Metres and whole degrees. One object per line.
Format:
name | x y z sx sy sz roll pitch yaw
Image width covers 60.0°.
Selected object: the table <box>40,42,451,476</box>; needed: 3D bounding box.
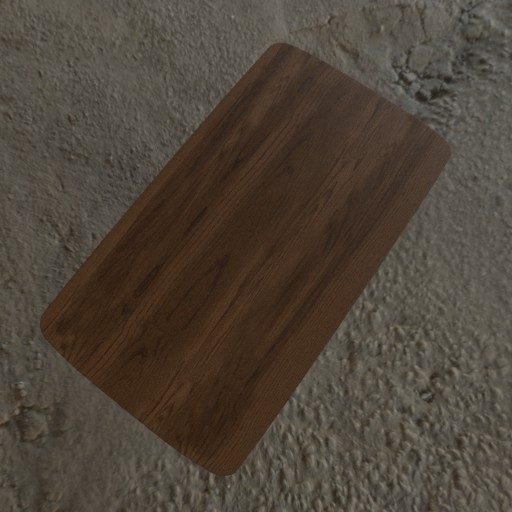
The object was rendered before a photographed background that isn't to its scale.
table | 0.000 0.000 2.137 0.949 0.765 1.643 35 78 9
